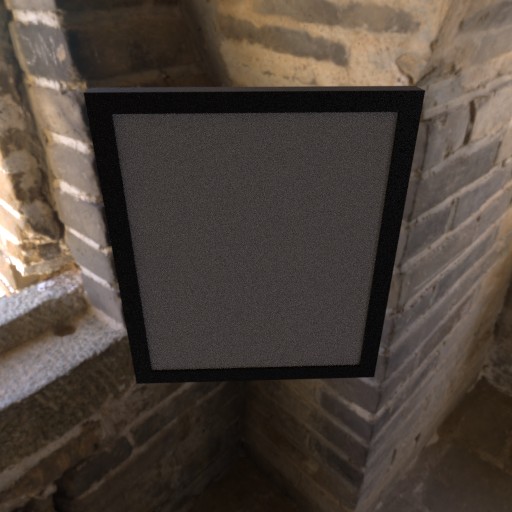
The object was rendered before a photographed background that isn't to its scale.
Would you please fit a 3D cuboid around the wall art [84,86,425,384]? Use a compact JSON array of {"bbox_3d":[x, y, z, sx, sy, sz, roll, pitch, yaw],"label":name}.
[{"bbox_3d":[0.000,0.000,0.534,0.330,0.381,0.029,-1,29,-2],"label":"wall art"}]
